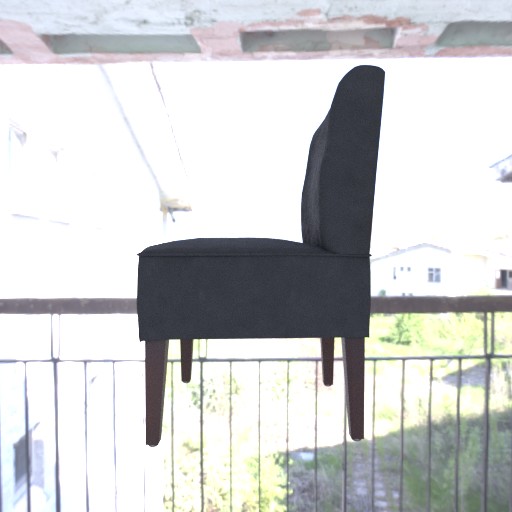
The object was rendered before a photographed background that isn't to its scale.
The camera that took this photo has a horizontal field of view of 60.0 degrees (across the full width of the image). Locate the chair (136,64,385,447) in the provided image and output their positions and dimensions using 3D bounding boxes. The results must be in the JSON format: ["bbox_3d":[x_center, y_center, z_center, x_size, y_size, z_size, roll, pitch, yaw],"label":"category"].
[{"bbox_3d":[0.000,0.000,1.165,0.554,0.806,0.521,0,1,0],"label":"chair"}]
